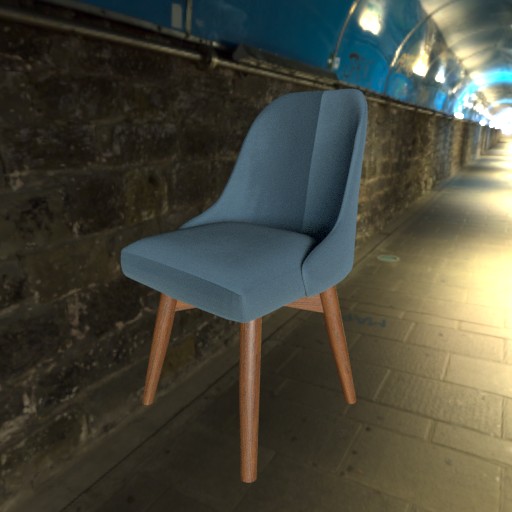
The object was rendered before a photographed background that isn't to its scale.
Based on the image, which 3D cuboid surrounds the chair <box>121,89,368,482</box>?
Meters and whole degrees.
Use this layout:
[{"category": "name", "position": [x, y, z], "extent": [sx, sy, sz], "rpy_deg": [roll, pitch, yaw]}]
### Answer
[{"category": "chair", "position": [0.000, 0.000, 1.213], "extent": [0.503, 0.882, 0.589], "rpy_deg": [15, 22, 42]}]
